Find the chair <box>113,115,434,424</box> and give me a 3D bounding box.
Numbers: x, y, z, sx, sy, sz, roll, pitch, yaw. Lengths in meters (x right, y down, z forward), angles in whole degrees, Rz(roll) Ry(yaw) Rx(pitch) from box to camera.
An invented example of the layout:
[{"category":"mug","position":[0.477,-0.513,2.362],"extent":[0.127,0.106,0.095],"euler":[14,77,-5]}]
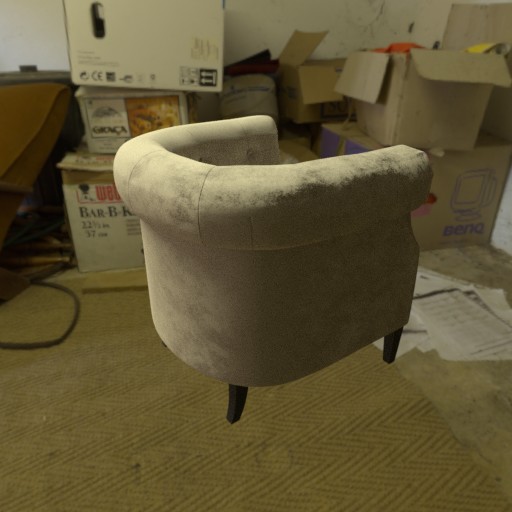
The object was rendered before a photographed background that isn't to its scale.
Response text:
[{"category":"chair","position":[0.000,0.000,1.559],"extent":[0.851,0.826,0.904],"euler":[-18,31,-32]}]
